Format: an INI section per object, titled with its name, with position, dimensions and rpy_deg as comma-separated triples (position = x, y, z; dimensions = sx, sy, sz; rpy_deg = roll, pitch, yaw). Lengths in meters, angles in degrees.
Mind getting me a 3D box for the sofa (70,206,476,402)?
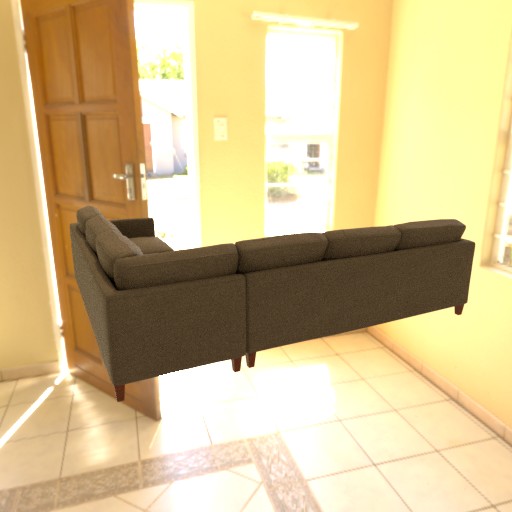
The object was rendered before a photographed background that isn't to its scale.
[sofa]
position = 0.000, 0.000, 4.493
dimensions = 3.302, 0.947, 2.593
rpy_deg = -8, 17, -25
